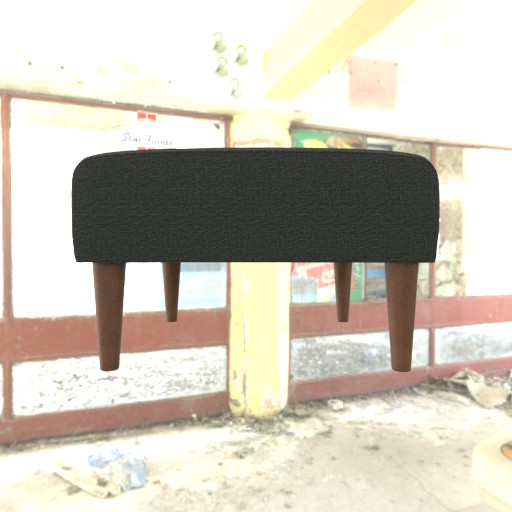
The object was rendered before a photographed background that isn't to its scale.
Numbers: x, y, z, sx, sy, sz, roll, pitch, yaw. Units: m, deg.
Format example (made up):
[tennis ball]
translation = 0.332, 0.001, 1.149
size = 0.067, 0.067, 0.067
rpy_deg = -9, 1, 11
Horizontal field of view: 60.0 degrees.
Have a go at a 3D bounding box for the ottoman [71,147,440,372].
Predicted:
[ottoman]
translation = 0.000, 0.000, 1.059
size = 0.649, 0.398, 0.650
rpy_deg = 0, 0, 1
